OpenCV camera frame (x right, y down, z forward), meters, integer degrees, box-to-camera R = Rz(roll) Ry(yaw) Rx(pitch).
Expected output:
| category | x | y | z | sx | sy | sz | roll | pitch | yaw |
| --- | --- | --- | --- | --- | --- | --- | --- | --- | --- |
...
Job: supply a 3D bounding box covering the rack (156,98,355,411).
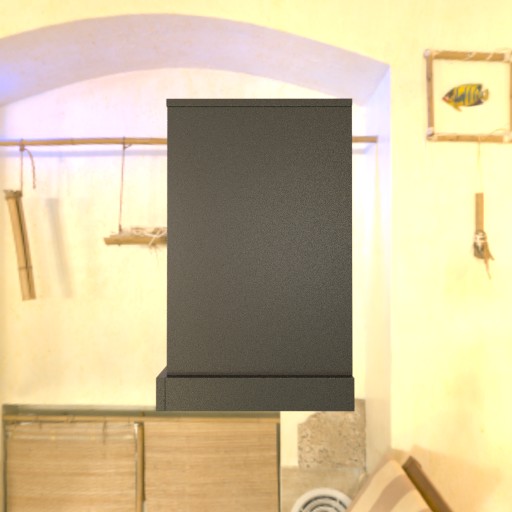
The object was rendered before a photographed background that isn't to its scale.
| category | x | y | z | sx | sy | sz | roll | pitch | yaw |
| --- | --- | --- | --- | --- | --- | --- | --- | --- | --- |
| rack | 0.000 | 0.000 | 1.495 | 0.399 | 0.635 | 1.206 | 0 | -1 | 0 |
